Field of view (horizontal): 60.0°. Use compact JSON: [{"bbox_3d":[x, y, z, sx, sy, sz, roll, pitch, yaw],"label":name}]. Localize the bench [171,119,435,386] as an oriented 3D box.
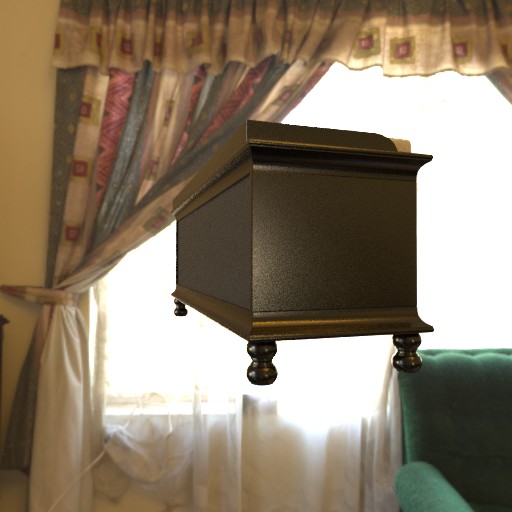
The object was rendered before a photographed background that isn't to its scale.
[{"bbox_3d":[0.000,0.000,1.424,0.402,0.501,1.185,0,-1,-18],"label":"bench"}]
